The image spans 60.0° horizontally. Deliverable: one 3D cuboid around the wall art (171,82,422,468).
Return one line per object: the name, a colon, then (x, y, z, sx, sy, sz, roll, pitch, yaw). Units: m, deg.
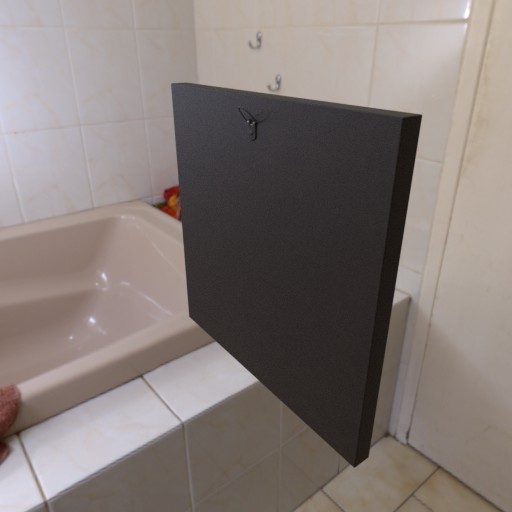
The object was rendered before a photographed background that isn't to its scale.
wall art: (0.000, 0.000, 0.509, 0.038, 0.349, 0.349, -18, 31, -33)
